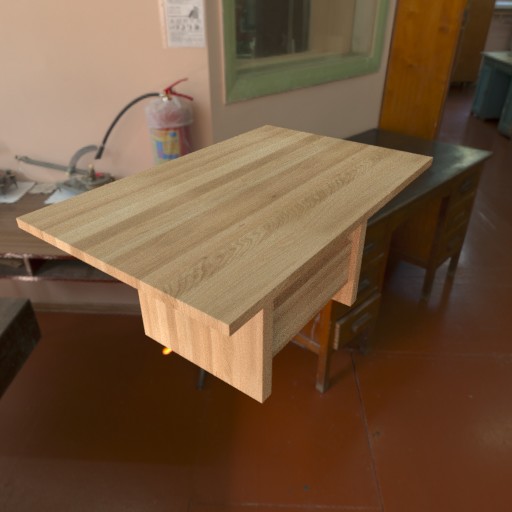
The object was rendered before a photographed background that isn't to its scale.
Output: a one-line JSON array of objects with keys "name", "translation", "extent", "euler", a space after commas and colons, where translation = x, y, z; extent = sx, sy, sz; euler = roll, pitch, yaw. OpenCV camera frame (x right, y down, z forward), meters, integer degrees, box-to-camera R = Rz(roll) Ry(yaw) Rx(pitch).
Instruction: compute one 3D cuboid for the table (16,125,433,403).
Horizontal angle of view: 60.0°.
[{"name": "table", "translation": [0.000, 0.000, 1.455], "extent": [0.700, 0.510, 1.100], "euler": [21, 37, 31]}]
